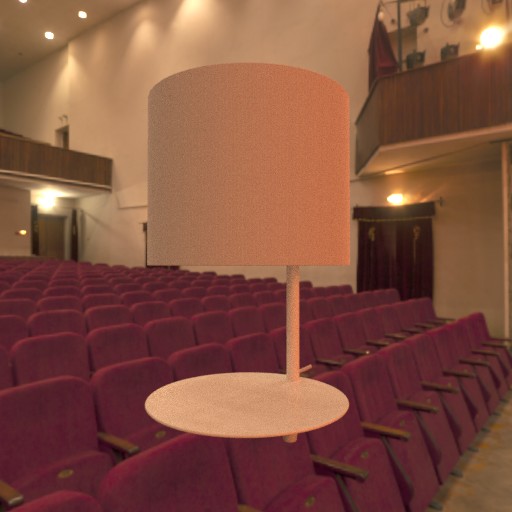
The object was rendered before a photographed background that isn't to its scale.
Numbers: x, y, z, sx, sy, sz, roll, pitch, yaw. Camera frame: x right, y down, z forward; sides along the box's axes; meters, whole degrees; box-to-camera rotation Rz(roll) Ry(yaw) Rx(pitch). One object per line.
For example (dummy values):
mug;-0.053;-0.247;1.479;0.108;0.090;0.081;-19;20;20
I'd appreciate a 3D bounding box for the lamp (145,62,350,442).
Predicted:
lamp;0.000;0.000;0.685;0.299;0.454;0.341;-1;-1;38
